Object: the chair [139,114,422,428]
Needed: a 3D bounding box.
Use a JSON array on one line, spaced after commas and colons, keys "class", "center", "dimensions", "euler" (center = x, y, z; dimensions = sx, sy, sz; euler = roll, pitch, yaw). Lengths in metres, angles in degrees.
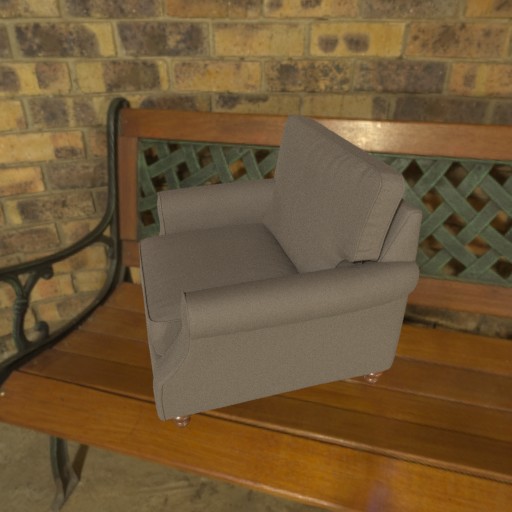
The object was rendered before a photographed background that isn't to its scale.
[{"class": "chair", "center": [0.000, 0.000, 1.857], "dimensions": [0.966, 0.967, 1.029], "euler": [-8, 31, -14]}]
